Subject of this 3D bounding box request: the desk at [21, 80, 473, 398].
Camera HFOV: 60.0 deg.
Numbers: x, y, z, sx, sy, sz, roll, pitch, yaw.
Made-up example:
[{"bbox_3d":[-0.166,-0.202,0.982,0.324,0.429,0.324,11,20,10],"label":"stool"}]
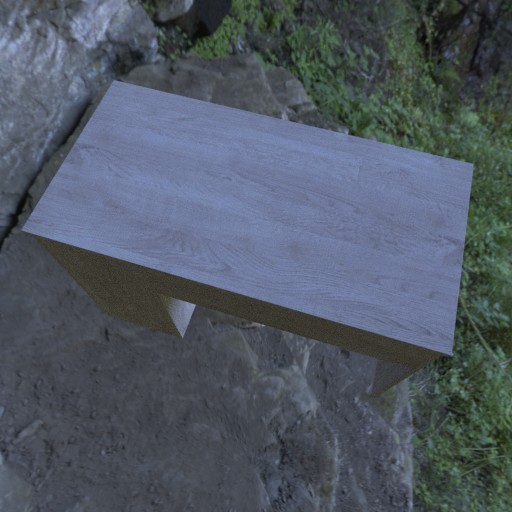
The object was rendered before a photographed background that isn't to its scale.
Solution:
[{"bbox_3d":[0.000,0.000,1.519,1.097,0.735,0.560,15,65,7],"label":"desk"}]
